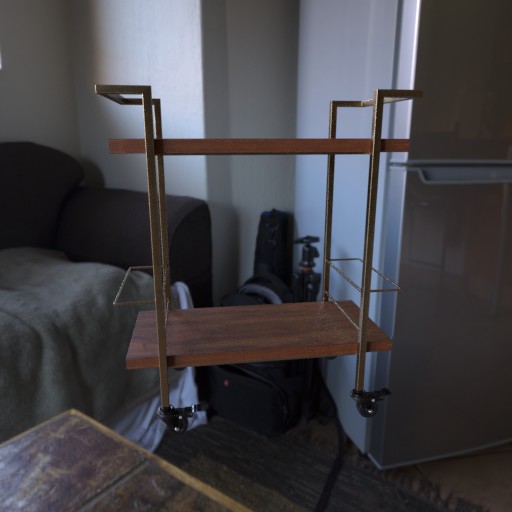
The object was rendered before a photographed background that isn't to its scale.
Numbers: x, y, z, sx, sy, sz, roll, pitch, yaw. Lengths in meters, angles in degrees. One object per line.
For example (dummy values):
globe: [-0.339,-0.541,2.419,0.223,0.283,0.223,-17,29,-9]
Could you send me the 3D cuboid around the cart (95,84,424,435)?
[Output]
cart: [0.000,0.000,1.175,0.695,0.807,0.364,-2,15,-8]
